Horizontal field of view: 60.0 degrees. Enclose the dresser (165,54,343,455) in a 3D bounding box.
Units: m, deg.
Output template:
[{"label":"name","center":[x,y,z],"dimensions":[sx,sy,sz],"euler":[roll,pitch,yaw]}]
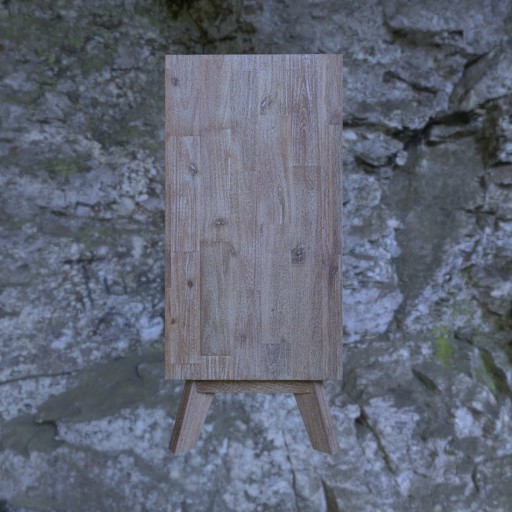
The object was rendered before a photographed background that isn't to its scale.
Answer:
[{"label":"dresser","center":[0.000,0.000,1.632],"dimensions":[0.455,1.029,0.998],"euler":[0,0,1]}]
